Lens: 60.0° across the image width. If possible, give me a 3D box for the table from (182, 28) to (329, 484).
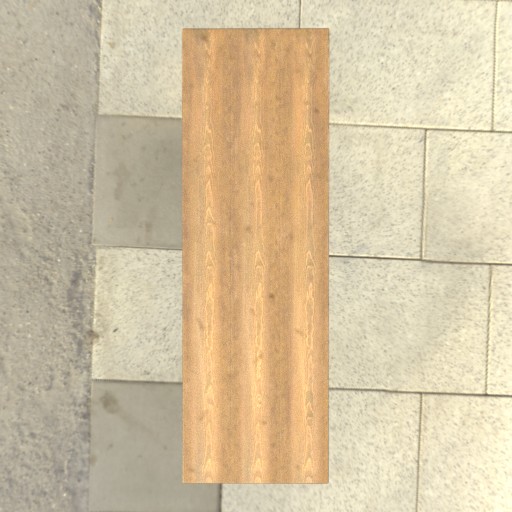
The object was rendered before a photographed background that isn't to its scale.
[{"bbox_3d":[0.000,0.000,2.100,0.551,0.902,1.700,0,90,0],"label":"table"}]
